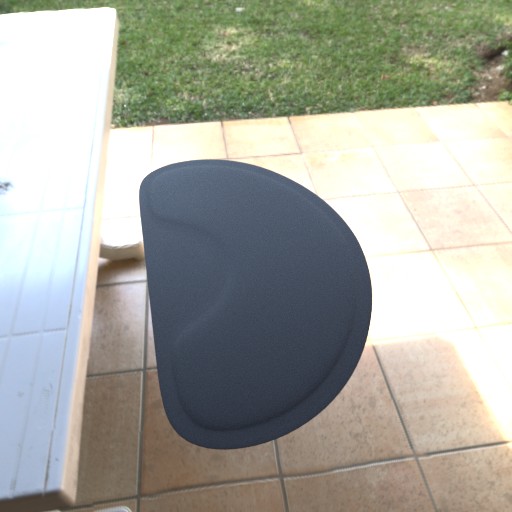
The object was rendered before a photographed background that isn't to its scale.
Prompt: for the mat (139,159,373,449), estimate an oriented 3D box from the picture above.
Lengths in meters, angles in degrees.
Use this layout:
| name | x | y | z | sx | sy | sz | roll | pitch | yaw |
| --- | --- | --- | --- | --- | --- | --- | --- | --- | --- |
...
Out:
| name | x | y | z | sx | sy | sz | roll | pitch | yaw |
| --- | --- | --- | --- | --- | --- | --- | --- | --- | --- |
| mat | 0.000 | 0.000 | 1.875 | 0.913 | 0.013 | 1.524 | -10 | 48 | -10 |
